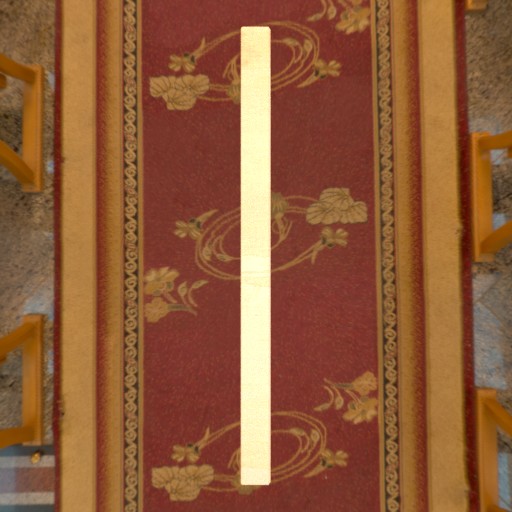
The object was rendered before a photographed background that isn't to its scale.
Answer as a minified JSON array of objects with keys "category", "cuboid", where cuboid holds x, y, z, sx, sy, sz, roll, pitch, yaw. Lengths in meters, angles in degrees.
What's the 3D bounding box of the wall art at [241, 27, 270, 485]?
[{"category":"wall art","cuboid":[0.000,0.000,0.794,0.040,0.402,0.613,0,90,0]}]
